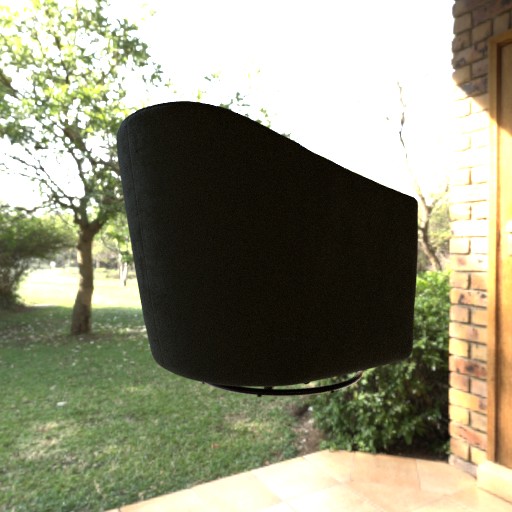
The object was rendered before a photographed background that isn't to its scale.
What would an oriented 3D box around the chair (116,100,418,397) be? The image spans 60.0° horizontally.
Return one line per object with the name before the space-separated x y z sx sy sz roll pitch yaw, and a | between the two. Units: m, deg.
chair | 0.000 0.000 1.480 0.875 0.799 0.747 0 1 -36
